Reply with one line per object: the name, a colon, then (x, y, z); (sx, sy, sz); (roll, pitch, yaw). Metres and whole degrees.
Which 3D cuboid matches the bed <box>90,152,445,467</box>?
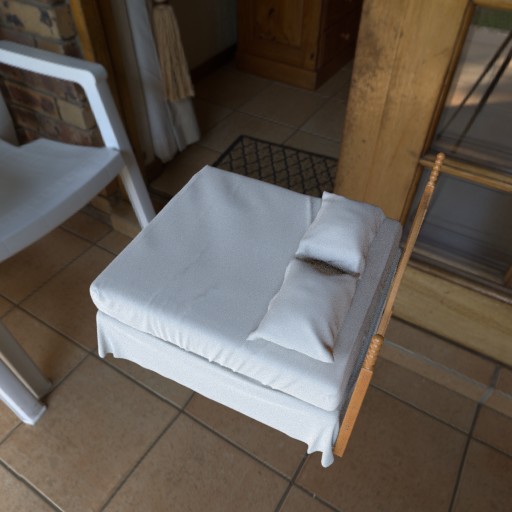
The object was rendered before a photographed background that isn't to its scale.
bed: (0.000, 0.000, 3.227); (2.040, 1.356, 1.873); (19, 49, 18)
